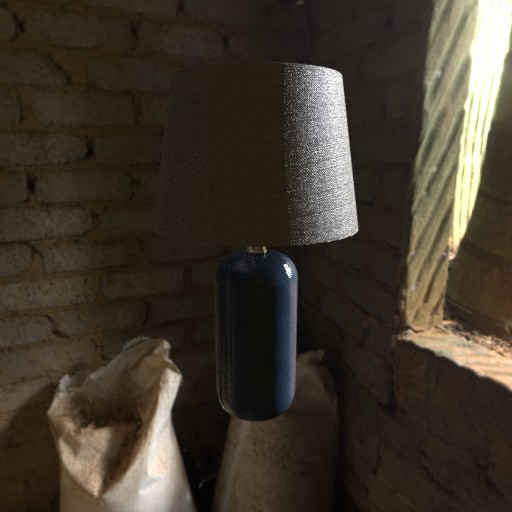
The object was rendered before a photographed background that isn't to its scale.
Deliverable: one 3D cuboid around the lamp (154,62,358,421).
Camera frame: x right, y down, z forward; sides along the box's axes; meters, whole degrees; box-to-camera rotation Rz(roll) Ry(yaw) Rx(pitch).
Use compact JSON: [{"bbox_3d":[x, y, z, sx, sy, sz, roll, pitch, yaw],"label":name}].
[{"bbox_3d":[0.000,0.000,0.570,0.253,0.428,0.253,0,13,0],"label":"lamp"}]
